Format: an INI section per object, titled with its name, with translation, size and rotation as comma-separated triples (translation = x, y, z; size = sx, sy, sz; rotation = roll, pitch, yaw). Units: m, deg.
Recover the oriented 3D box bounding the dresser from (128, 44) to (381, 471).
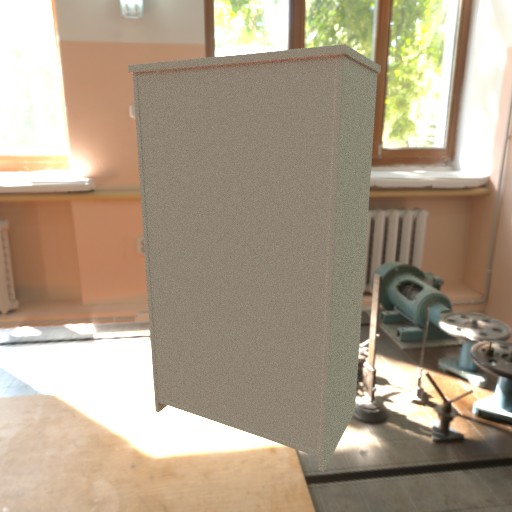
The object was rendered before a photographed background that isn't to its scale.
[dresser]
translation = 0.000, 0.000, 1.575
size = 0.704, 1.255, 0.399
rotation = 8, 17, 27
